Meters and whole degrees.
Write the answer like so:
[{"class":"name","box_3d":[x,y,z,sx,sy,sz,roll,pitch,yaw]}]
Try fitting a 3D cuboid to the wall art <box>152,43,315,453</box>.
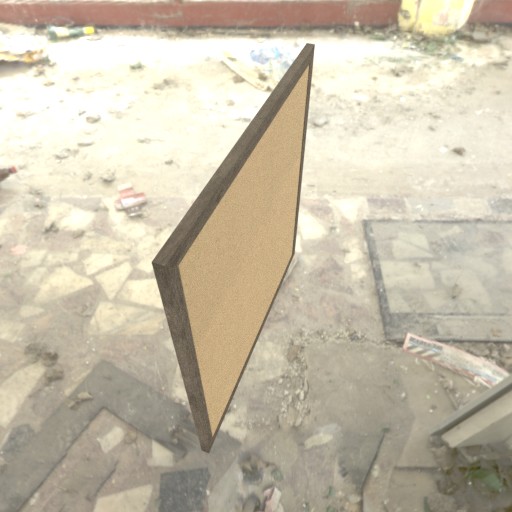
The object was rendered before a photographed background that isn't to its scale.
[{"class":"wall art","box_3d":[0.000,0.000,0.678,0.013,0.457,0.457,16,50,14]}]
